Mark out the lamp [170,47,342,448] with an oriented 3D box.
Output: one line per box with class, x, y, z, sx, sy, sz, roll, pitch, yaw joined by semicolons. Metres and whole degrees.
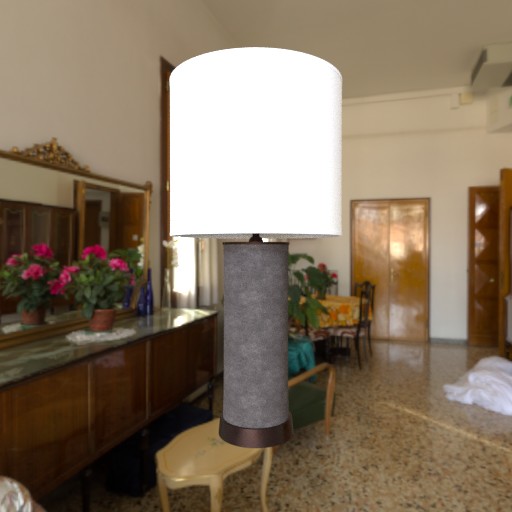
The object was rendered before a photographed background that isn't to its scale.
lamp;0.000;0.000;0.790;0.301;0.630;0.301;0;1;-18
